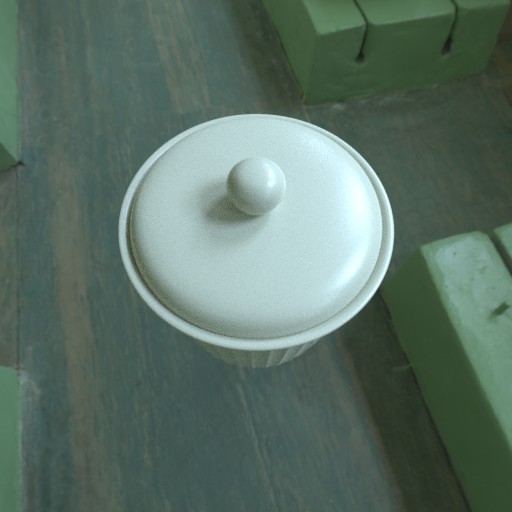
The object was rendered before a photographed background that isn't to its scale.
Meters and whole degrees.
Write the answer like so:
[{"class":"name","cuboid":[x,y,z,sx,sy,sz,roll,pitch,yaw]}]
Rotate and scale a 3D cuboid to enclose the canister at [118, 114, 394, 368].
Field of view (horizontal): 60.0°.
[{"class":"canister","cuboid":[0.000,0.000,0.345,0.181,0.211,0.181,0,63,0]}]
